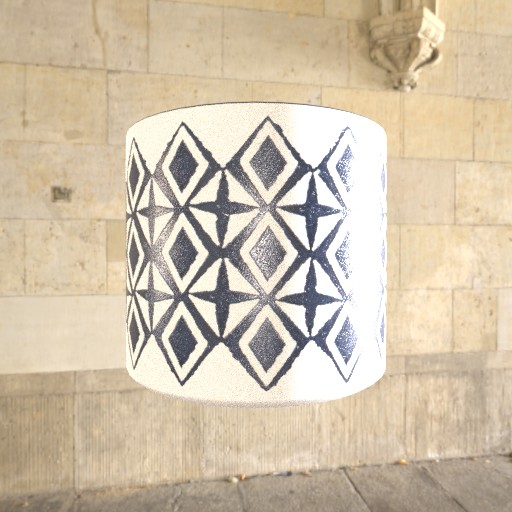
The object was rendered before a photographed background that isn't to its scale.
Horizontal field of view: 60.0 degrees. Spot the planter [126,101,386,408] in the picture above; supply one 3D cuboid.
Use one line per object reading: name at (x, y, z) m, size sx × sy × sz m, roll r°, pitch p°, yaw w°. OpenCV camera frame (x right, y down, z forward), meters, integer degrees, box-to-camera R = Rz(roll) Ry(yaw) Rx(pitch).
planter at (0.000, 0.000, 0.282) m, size 0.159 × 0.144 × 0.159 m, roll 0°, pitch 1°, yaw 0°
